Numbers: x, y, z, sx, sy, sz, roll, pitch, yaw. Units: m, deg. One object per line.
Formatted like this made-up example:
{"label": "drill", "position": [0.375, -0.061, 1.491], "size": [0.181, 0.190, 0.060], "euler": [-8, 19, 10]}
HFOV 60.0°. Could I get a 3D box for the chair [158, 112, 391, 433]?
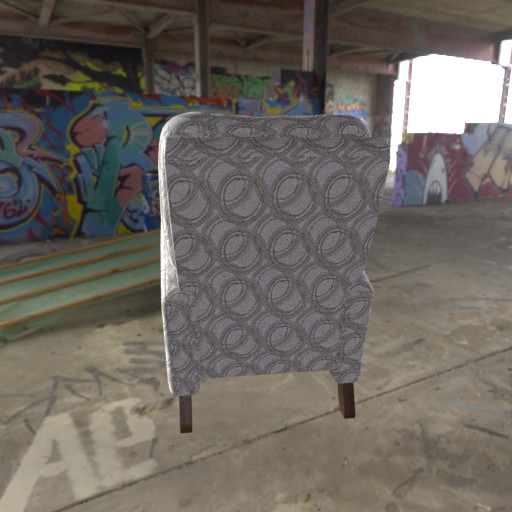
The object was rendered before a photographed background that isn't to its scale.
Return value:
{"label": "chair", "position": [0.000, 0.000, 1.785], "size": [0.796, 1.065, 0.995], "euler": [-2, 15, -8]}
